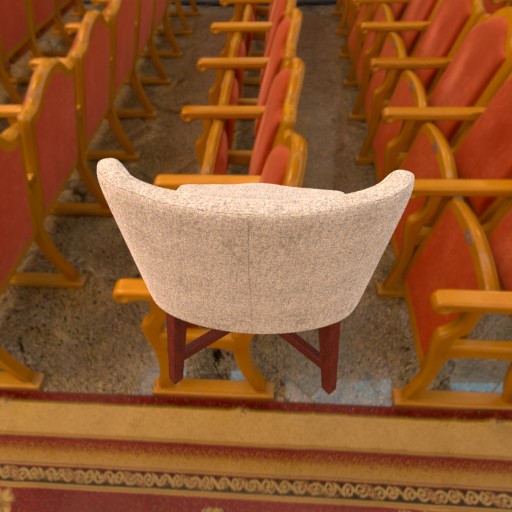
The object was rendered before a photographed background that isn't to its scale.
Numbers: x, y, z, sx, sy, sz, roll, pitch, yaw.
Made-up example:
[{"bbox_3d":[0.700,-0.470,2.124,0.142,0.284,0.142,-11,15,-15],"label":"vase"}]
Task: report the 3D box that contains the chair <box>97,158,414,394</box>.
[{"bbox_3d":[0.000,0.000,1.339,0.728,0.827,0.575,3,46,3],"label":"chair"}]
